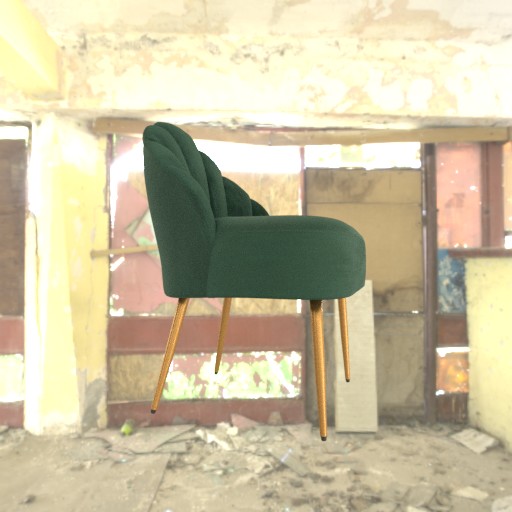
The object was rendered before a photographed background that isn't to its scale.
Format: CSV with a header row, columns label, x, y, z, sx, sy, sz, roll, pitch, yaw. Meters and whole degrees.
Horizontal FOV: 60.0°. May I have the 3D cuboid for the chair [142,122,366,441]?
label,x,y,z,sx,sy,sz,roll,pitch,yaw
chair,0.000,0.000,1.288,0.599,0.819,0.657,0,-1,18
